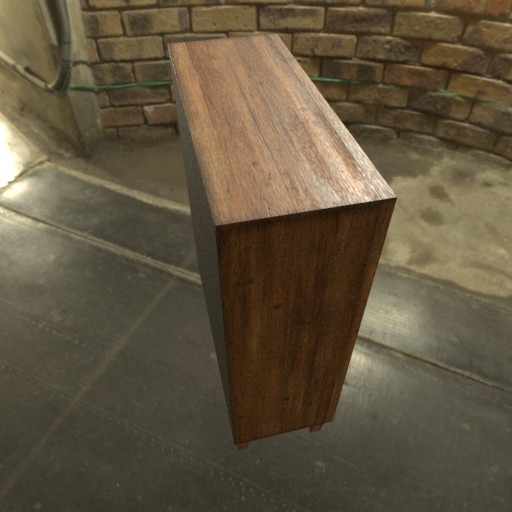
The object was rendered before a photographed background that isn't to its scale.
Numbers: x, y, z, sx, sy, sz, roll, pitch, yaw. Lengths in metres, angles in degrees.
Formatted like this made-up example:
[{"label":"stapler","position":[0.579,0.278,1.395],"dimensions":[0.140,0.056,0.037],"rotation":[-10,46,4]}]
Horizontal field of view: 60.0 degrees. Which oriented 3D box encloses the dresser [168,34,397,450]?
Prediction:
[{"label":"dresser","position":[0.000,0.000,1.848],"dimensions":[0.438,1.359,1.067],"rotation":[-10,47,-9]}]
